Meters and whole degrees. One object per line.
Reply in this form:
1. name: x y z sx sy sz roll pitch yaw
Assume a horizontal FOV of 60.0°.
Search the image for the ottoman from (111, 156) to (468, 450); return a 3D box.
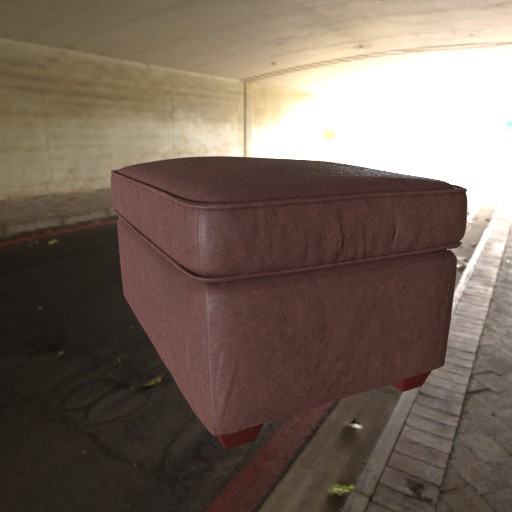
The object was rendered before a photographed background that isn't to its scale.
1. ottoman: 0.000 0.000 1.047 0.548 0.449 0.749 -7 17 -25
